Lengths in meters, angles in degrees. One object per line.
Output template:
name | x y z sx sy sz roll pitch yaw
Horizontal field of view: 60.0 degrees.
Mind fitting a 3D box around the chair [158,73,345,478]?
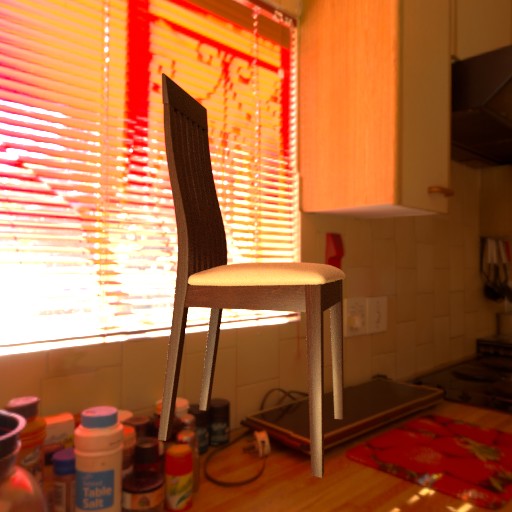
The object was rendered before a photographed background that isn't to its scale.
chair | 0.000 0.000 1.301 0.474 1.027 0.460 0 -2 17
